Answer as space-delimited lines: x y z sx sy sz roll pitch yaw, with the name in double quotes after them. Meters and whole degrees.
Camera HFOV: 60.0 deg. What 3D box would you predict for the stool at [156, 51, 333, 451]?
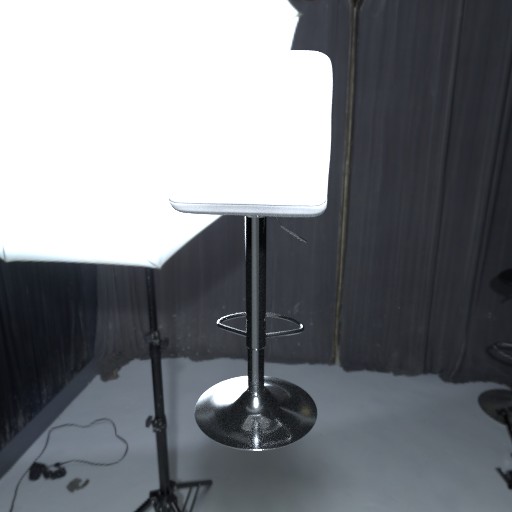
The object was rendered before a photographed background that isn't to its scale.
0.000 0.000 1.399 0.430 1.115 0.505 2 16 8 "stool"
